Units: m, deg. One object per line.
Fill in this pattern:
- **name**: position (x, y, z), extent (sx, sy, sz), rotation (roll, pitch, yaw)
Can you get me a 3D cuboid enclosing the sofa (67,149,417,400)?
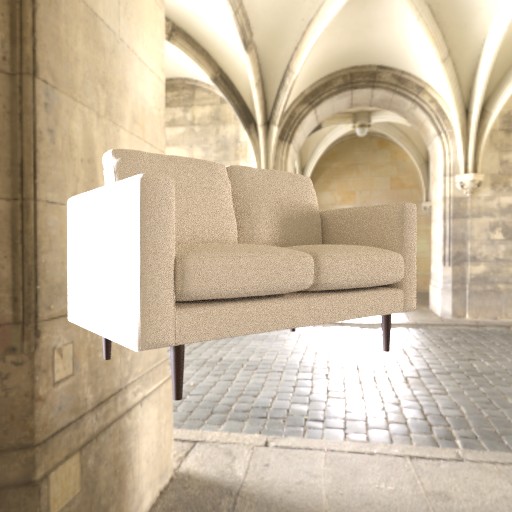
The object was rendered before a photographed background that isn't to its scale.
- **sofa**: position (0.000, 0.000, 2.003), extent (1.430, 0.908, 0.796), rotation (-1, 1, -38)
